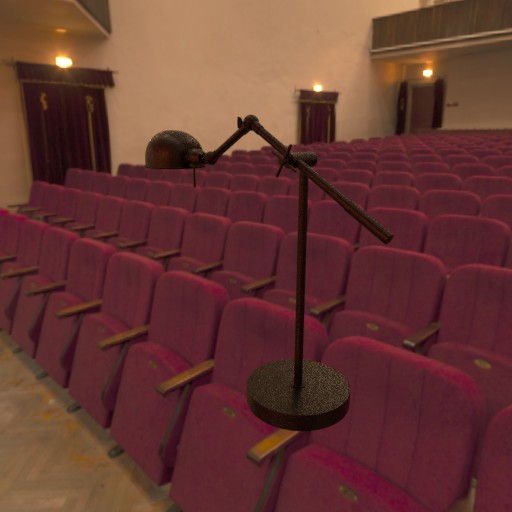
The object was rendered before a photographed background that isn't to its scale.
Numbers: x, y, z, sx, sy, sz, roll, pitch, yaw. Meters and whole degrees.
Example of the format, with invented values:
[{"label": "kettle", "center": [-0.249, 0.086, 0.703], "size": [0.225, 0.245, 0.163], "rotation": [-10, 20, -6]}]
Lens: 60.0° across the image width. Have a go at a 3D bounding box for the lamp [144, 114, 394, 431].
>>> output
[{"label": "lamp", "center": [0.000, 0.000, 0.817], "size": [0.185, 0.495, 0.567], "rotation": [-14, 21, -42]}]
